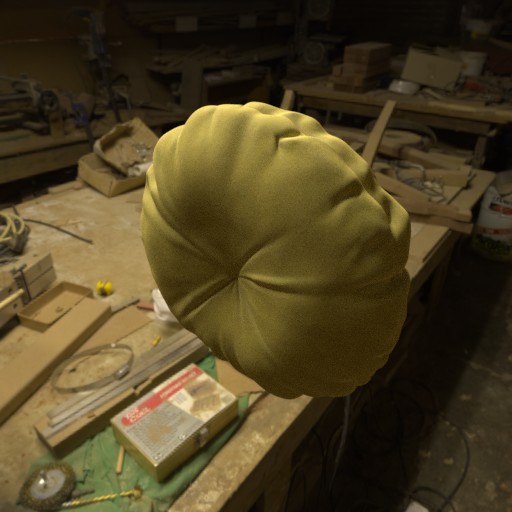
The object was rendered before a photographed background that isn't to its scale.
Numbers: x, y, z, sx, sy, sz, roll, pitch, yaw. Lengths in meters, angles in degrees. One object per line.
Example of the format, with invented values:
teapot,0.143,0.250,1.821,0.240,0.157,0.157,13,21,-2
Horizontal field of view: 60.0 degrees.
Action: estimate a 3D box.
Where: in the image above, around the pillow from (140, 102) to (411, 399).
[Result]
pillow,0.000,0.000,0.614,0.428,0.407,0.148,22,37,32
